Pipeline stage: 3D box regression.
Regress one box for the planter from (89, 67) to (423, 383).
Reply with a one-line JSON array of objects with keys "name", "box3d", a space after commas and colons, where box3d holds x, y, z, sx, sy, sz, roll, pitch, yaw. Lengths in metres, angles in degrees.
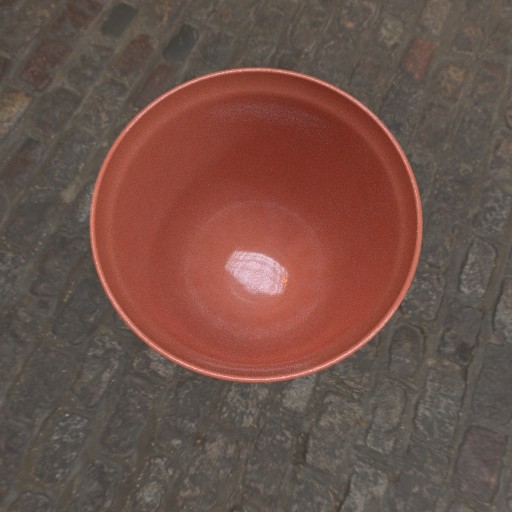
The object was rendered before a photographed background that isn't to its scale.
[{"name": "planter", "box3d": [0.000, 0.000, 0.362, 0.195, 0.214, 0.195, 0, 75, 0]}]
